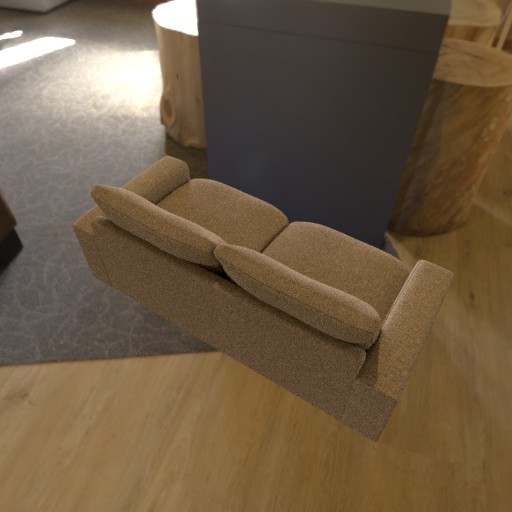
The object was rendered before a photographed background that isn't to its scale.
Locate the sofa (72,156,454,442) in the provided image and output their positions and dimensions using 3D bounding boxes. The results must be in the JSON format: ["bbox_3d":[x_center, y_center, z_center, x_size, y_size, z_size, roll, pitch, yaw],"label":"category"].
[{"bbox_3d":[0.000,0.000,2.926,2.299,0.922,1.040,25,52,22],"label":"sofa"}]
